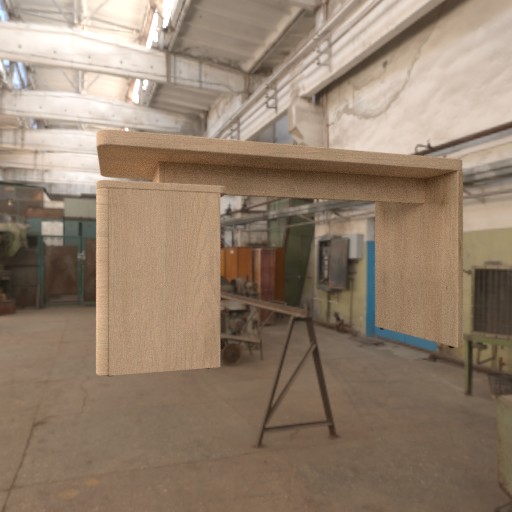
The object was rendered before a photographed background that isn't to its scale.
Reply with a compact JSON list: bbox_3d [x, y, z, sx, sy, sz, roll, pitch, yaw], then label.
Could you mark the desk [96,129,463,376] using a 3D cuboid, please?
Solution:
[{"bbox_3d":[0.000,0.000,2.116,1.400,0.770,1.175,0,0,-18],"label":"desk"}]
